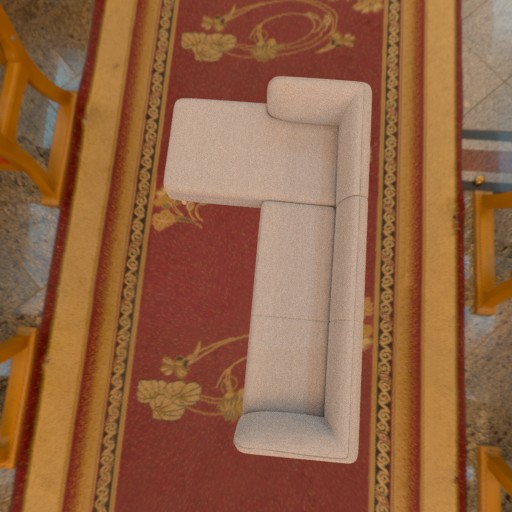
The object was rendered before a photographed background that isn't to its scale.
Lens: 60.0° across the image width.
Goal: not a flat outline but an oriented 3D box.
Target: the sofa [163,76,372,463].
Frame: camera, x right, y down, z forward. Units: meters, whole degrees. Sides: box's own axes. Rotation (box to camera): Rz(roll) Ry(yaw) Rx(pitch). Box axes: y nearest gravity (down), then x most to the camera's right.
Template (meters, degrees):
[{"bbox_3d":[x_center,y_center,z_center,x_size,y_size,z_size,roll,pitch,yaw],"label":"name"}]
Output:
[{"bbox_3d":[0.000,0.000,3.327,1.532,0.693,2.653,5,78,1],"label":"sofa"}]
